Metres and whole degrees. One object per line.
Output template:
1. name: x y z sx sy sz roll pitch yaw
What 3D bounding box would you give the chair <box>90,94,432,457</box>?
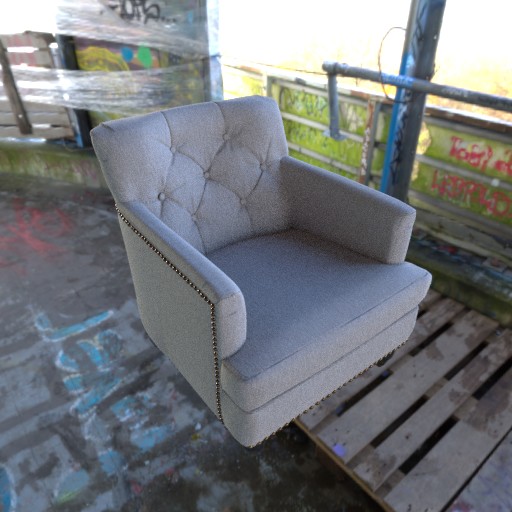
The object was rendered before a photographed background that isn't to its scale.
1. chair: 0.000 0.000 1.479 0.737 0.823 0.902 -23 39 -31
